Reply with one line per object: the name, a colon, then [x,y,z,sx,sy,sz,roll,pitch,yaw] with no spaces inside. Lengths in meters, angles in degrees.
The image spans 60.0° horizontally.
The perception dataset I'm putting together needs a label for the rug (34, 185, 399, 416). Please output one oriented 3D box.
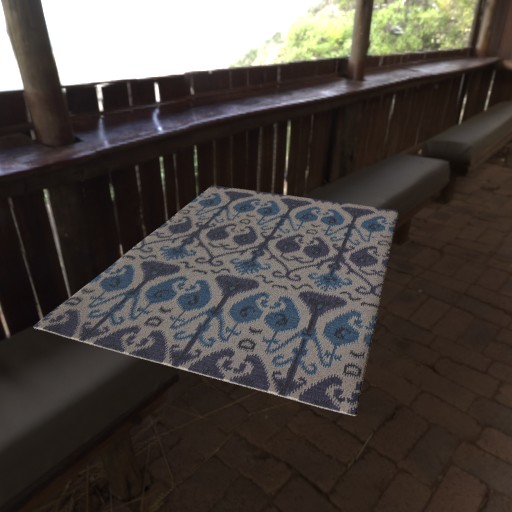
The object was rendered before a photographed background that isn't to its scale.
rug: [0.000,0.000,4.313,2.443,0.024,3.228,10,31,17]
